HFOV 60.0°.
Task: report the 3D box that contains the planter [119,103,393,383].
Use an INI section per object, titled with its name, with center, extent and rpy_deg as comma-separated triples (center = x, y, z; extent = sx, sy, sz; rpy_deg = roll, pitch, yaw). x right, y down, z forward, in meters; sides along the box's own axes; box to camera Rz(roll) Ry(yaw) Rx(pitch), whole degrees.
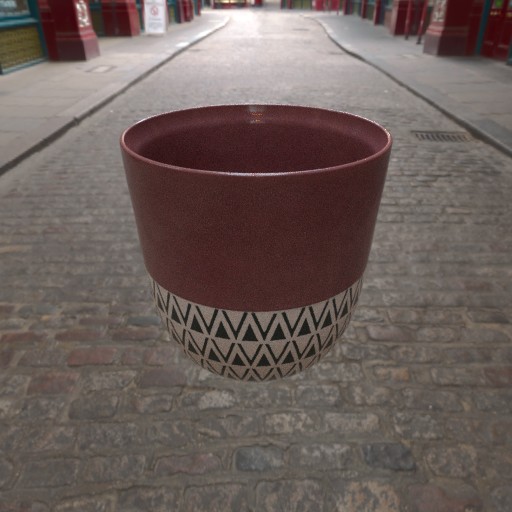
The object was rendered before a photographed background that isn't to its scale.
[planter]
center = 0.000, 0.000, 0.379
extent = 0.195, 0.214, 0.195
rpy_deg = 0, 30, 0
